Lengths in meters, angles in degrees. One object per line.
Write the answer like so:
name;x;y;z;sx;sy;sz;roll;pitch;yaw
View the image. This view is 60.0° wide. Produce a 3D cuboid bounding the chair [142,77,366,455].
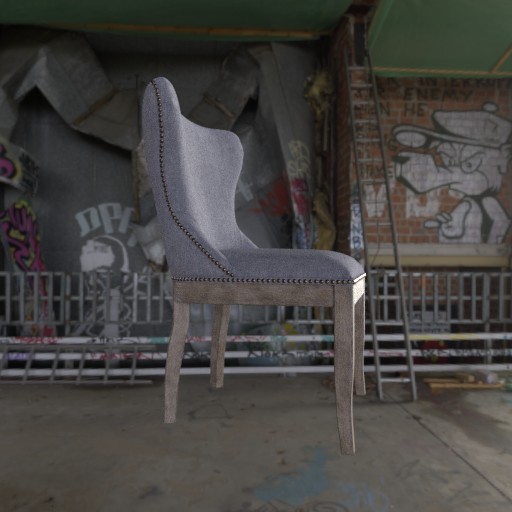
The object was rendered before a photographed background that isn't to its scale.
chair;0.000;0.000;1.462;0.681;1.002;0.654;0;0;17
